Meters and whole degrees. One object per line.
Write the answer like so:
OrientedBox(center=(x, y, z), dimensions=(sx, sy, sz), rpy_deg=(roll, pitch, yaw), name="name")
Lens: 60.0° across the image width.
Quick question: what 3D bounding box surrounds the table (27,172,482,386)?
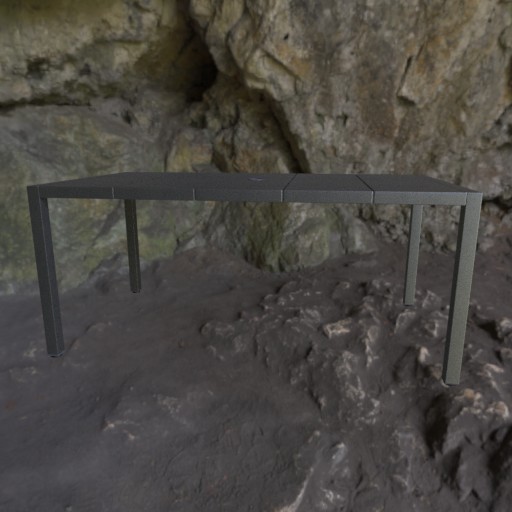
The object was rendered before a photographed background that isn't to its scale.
OrientedBox(center=(0.000, 0.000, 2.139), dimensions=(1.680, 0.735, 0.914), rpy_deg=(2, 14, 8), name="table")
